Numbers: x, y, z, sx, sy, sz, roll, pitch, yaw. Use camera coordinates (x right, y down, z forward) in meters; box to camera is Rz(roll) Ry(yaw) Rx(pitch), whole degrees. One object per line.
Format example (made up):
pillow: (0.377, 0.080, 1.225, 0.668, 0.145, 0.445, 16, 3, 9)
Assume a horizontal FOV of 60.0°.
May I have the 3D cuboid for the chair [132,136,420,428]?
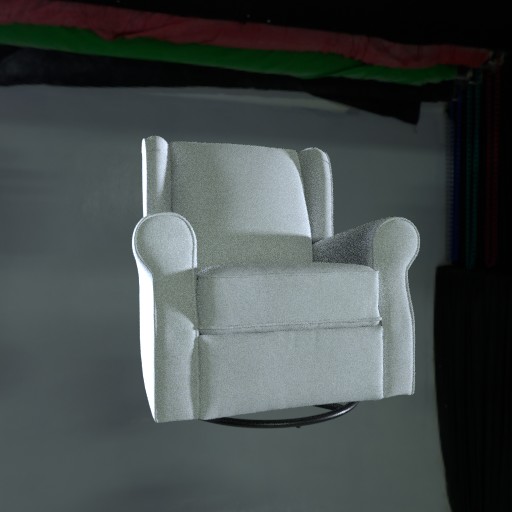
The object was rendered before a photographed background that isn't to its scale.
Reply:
chair: (0.000, 0.000, 1.655, 0.906, 0.967, 0.854, 0, 1, -17)
